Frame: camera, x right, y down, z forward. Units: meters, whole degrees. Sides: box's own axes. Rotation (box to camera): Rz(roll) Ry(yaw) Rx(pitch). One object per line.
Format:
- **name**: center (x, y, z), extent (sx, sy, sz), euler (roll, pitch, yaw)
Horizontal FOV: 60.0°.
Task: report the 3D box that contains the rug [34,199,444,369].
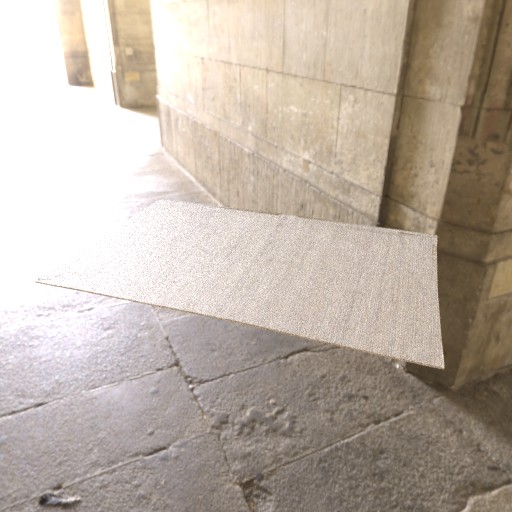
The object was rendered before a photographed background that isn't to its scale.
- **rug**: center (0.000, 0.000, 2.321), extent (1.820, 0.022, 1.179), euler (9, 29, 17)
